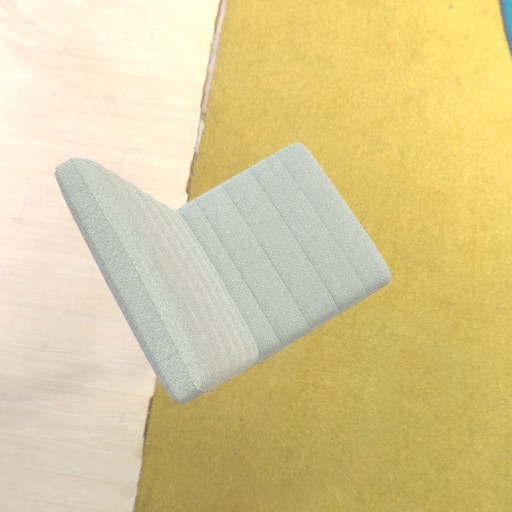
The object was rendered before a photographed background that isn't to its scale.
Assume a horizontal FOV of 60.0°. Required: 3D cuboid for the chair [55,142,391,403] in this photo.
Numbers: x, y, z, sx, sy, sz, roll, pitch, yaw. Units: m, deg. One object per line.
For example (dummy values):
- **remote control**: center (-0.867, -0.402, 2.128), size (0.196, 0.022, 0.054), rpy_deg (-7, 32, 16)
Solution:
- **chair**: center (0.000, 0.000, 1.267), size (0.634, 0.930, 0.520), rpy_deg (-30, 78, -7)
